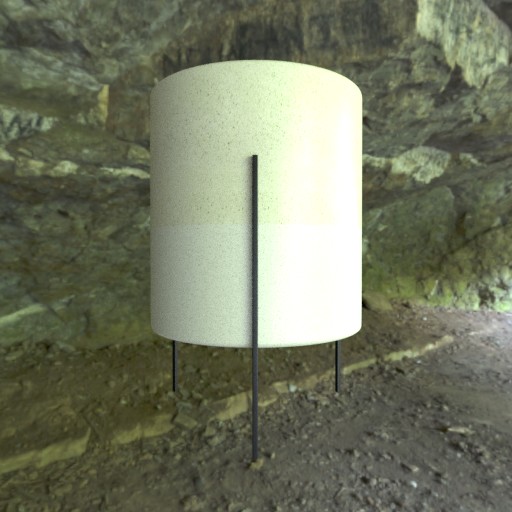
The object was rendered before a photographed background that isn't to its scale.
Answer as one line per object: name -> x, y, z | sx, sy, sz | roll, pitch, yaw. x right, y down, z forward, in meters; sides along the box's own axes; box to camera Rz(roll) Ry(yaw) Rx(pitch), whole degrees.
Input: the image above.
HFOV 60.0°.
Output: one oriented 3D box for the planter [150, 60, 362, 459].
planter -> 0.000, 0.000, 0.695 | 0.324, 0.483, 0.333 | 0, 1, 0
